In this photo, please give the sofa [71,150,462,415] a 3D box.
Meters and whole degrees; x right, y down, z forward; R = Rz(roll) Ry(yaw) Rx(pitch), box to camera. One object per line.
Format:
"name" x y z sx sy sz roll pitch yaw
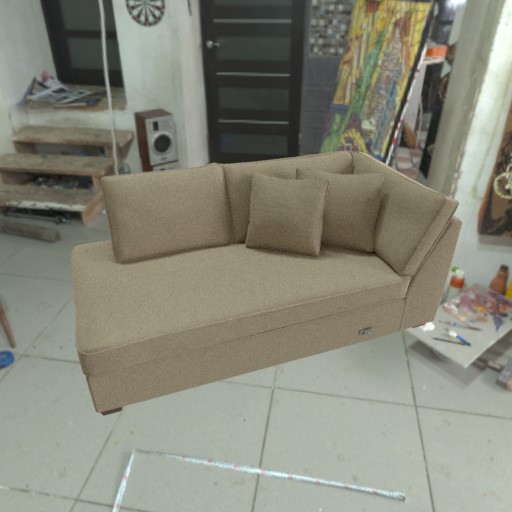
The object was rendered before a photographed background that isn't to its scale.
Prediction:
"sofa" 0.000 0.000 2.846 2.237 1.033 1.110 -11 33 -17
